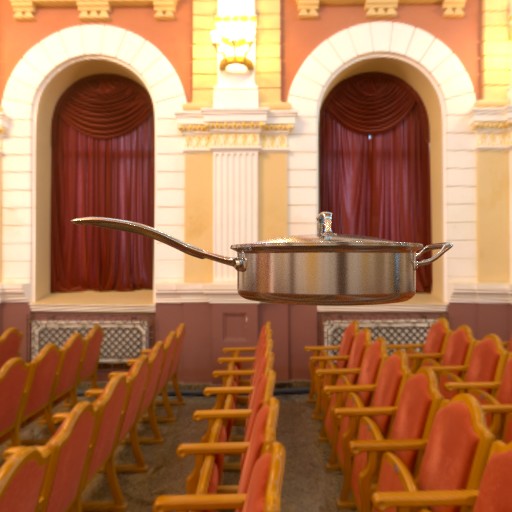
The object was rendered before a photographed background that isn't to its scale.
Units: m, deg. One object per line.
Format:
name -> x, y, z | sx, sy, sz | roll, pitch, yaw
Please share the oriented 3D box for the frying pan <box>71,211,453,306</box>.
frying pan -> 0.000, 0.000, 0.585 | 0.492, 0.111, 0.245 | 0, -1, 2
